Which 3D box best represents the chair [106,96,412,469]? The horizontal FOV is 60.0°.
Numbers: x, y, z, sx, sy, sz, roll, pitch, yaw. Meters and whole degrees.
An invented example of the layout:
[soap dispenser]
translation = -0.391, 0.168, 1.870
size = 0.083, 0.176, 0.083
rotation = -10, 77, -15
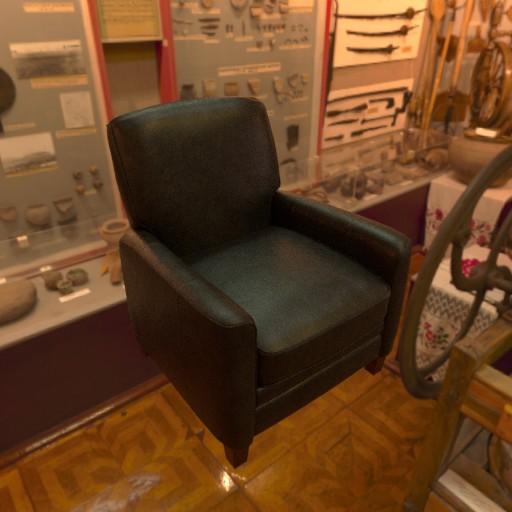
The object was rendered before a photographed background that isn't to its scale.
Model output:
[chair]
translation = 0.000, 0.000, 1.651
size = 0.848, 1.014, 0.864
rotation = -21, 35, -32
